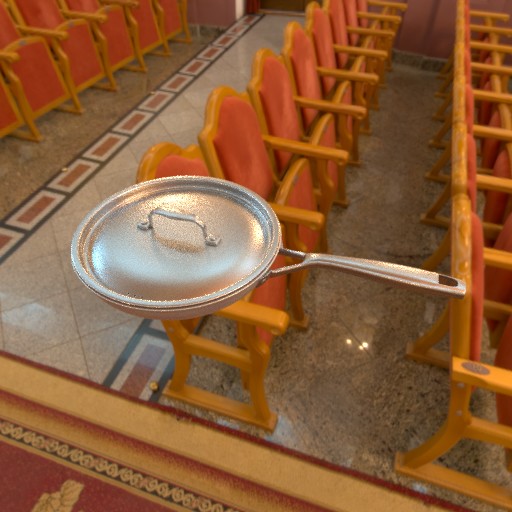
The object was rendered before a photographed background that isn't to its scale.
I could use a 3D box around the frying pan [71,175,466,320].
[{"bbox_3d":[0.000,0.000,0.566,0.490,0.086,0.272,13,44,14],"label":"frying pan"}]
